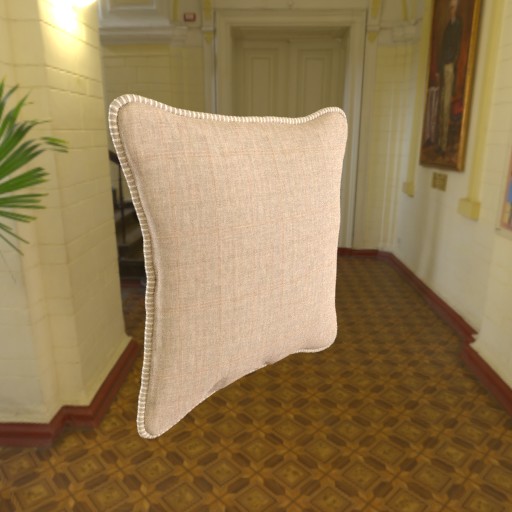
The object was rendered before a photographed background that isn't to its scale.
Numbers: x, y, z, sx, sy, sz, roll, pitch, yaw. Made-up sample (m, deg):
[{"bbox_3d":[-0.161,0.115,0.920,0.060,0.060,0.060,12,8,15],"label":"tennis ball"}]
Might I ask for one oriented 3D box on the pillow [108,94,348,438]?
[{"bbox_3d":[0.000,0.000,0.750,0.485,0.494,0.124,-15,21,-42],"label":"pillow"}]
